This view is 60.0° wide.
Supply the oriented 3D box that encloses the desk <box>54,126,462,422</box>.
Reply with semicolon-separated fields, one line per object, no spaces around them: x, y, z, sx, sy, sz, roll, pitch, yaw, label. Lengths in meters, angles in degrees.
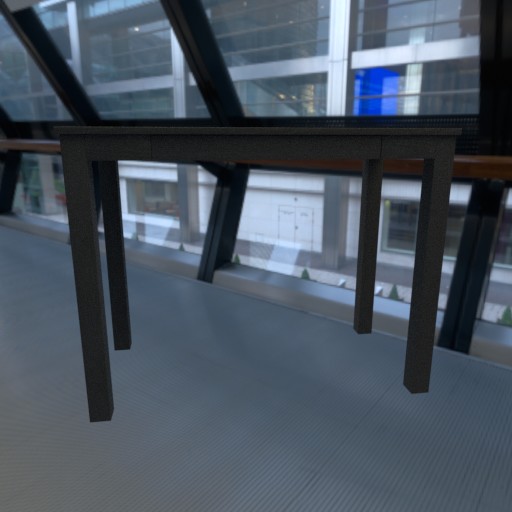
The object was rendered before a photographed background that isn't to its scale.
0.000;0.000;1.395;0.991;0.762;0.499;-2;15;-8;desk
